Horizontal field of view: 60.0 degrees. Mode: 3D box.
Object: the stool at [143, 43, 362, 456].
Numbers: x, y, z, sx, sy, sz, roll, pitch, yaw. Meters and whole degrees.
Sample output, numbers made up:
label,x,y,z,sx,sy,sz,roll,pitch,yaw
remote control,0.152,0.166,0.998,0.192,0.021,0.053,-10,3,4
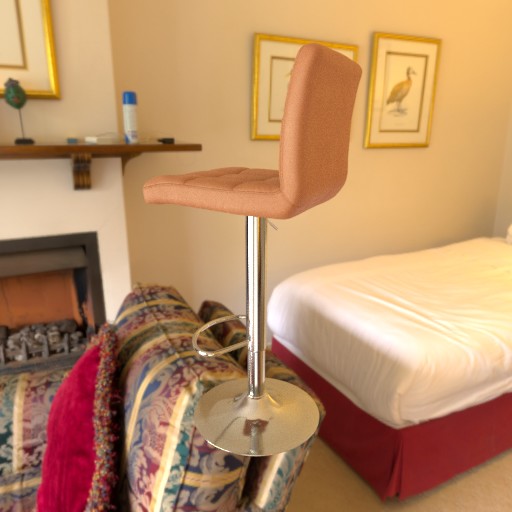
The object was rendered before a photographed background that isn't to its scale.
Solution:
label,x,y,z,sx,sy,sz,roll,pitch,yaw
stool,0.000,0.000,1.357,0.505,1.115,0.430,8,18,25
